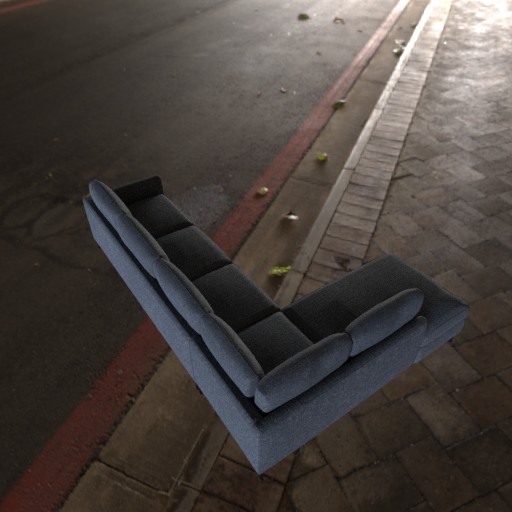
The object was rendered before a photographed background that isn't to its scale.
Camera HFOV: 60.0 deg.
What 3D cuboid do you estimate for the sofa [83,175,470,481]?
[{"bbox_3d":[0.000,0.000,3.870,2.007,0.815,2.949,-25,46,-26],"label":"sofa"}]
